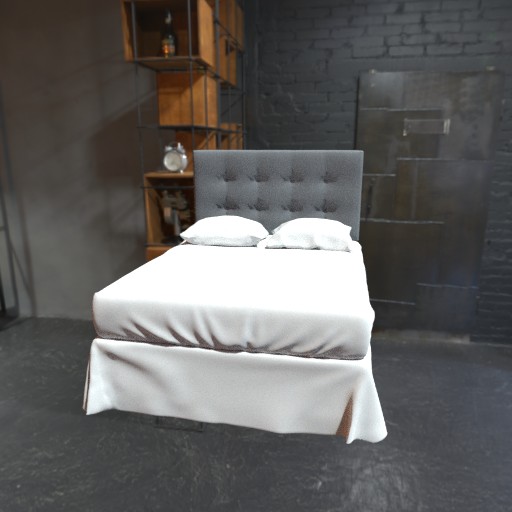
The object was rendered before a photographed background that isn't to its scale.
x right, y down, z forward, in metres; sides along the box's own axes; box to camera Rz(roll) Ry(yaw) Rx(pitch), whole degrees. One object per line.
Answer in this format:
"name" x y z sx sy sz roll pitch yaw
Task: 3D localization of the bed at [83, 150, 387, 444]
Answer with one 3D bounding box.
"bed" 0.000 0.000 3.429 1.936 1.577 2.222 3 14 11
